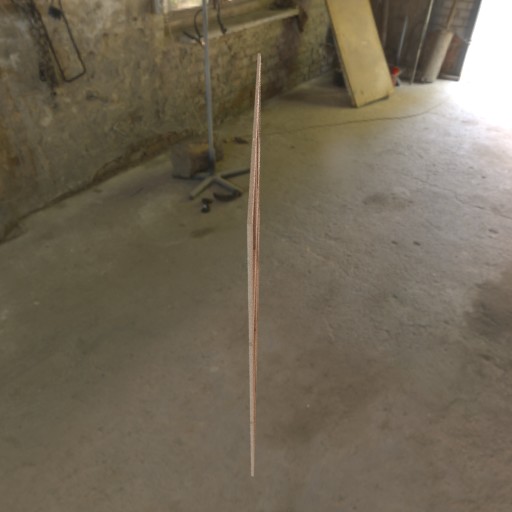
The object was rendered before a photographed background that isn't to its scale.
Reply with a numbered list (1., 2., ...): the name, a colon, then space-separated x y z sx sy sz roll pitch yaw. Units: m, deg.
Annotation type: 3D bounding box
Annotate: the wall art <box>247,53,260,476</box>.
1. wall art: 0.000 0.000 2.236 0.014 1.507 1.519 1 40 1
